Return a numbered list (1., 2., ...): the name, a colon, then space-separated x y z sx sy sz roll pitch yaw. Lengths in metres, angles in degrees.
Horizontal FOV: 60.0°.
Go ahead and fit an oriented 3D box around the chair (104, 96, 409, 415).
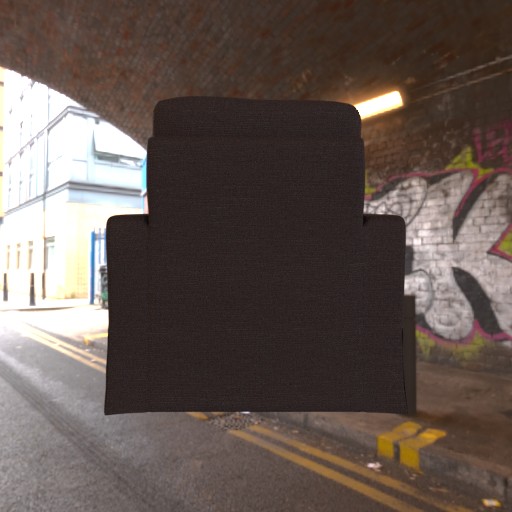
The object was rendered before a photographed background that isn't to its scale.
1. chair: 0.000 0.000 1.517 0.798 0.855 0.863 0 -2 0
